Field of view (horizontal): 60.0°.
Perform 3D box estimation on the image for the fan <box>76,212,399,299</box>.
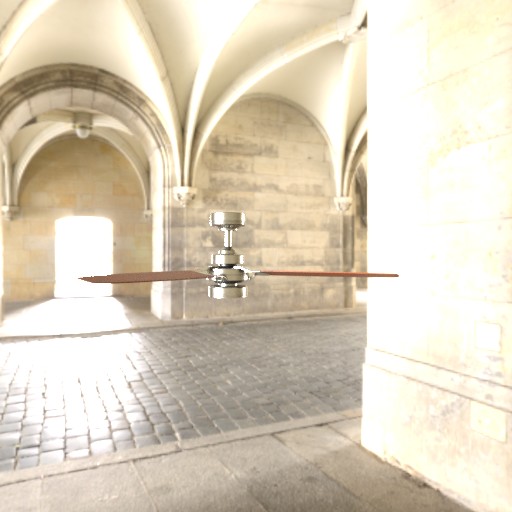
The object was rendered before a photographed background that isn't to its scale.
[{"bbox_3d":[0.000,0.000,2.069,1.271,0.410,1.416,0,0,18],"label":"fan"}]
